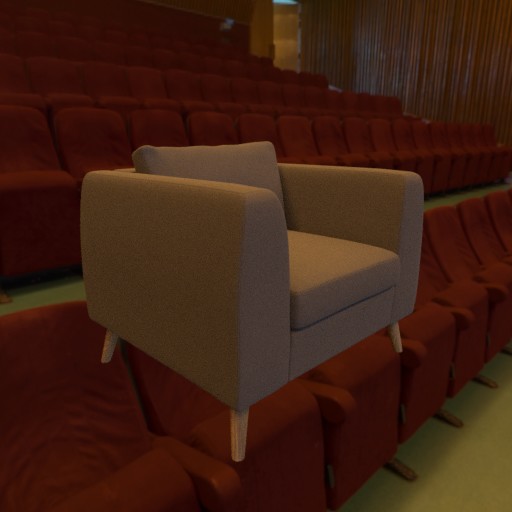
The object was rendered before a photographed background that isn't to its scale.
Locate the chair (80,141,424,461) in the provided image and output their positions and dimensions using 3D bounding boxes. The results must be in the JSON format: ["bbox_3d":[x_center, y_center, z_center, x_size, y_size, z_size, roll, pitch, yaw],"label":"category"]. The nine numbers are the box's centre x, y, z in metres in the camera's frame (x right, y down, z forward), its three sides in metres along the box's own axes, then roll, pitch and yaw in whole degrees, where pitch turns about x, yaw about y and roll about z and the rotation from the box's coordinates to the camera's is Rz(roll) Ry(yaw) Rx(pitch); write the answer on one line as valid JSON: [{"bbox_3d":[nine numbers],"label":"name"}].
[{"bbox_3d":[0.000,0.000,1.732,1.000,0.860,0.930,-14,21,-43],"label":"chair"}]
